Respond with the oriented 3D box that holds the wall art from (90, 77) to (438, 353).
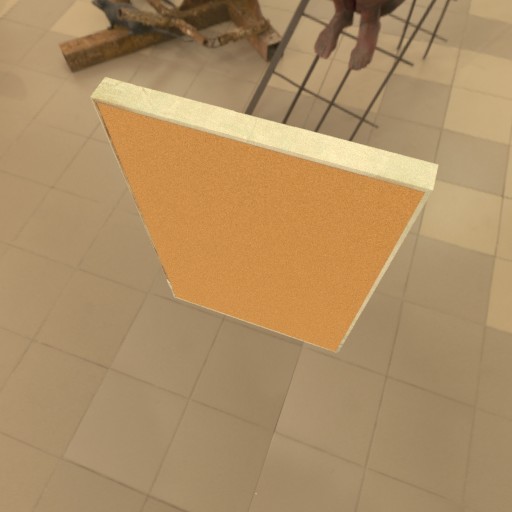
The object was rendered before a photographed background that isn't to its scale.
[{"bbox_3d":[0.000,0.000,0.767,0.403,0.607,0.036,18,63,9],"label":"wall art"}]
